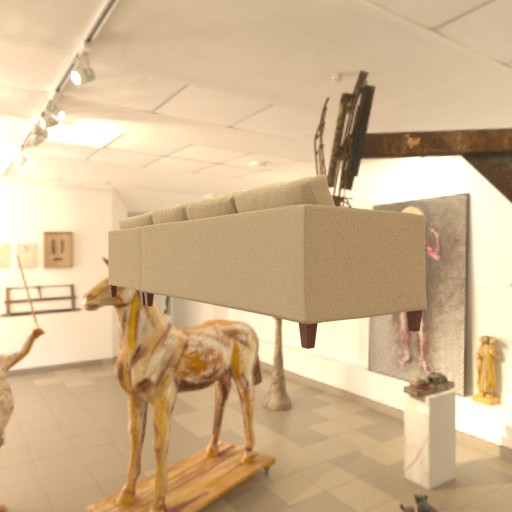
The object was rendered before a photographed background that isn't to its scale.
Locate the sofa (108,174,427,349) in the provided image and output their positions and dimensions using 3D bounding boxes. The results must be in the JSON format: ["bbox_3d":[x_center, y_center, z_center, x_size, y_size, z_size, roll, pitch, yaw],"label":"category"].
[{"bbox_3d":[0.000,0.000,3.814,1.625,0.861,3.186,0,0,-35],"label":"sofa"}]
